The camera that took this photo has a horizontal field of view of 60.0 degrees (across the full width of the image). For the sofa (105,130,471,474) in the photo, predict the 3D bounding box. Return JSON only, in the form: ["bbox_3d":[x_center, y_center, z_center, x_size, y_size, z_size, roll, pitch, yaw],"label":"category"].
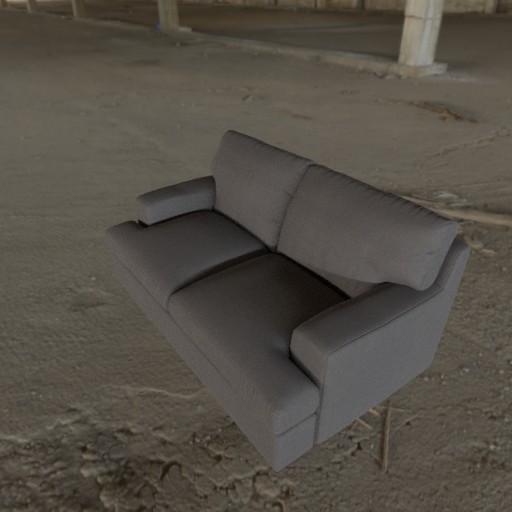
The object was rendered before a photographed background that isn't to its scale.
[{"bbox_3d":[0.000,0.000,2.505,1.143,0.940,1.880,-21,37,-30],"label":"sofa"}]
